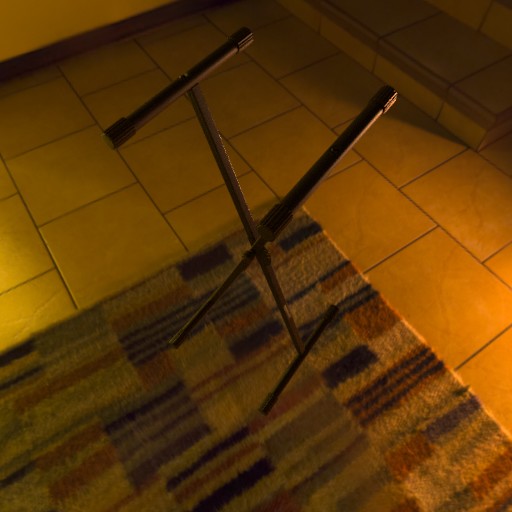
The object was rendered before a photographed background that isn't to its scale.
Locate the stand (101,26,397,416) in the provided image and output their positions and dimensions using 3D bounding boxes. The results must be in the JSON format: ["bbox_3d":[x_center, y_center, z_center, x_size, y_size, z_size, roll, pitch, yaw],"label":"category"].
[{"bbox_3d":[0.000,0.000,1.167,0.409,0.940,0.449,31,62,19],"label":"stand"}]
